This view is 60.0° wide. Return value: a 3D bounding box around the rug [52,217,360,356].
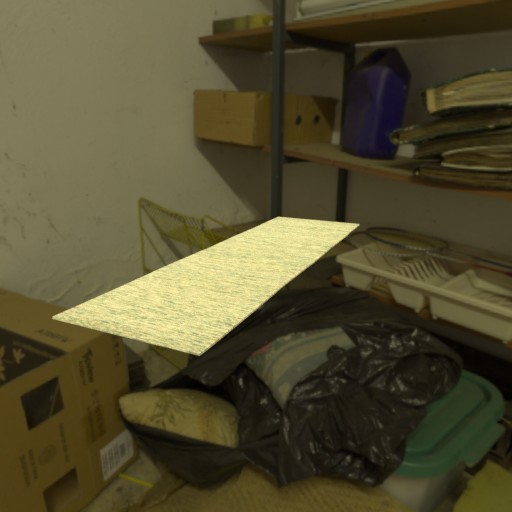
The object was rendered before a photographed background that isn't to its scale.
[{"bbox_3d":[0.000,0.000,2.597,0.700,0.014,2.290,8,18,25],"label":"rug"}]
